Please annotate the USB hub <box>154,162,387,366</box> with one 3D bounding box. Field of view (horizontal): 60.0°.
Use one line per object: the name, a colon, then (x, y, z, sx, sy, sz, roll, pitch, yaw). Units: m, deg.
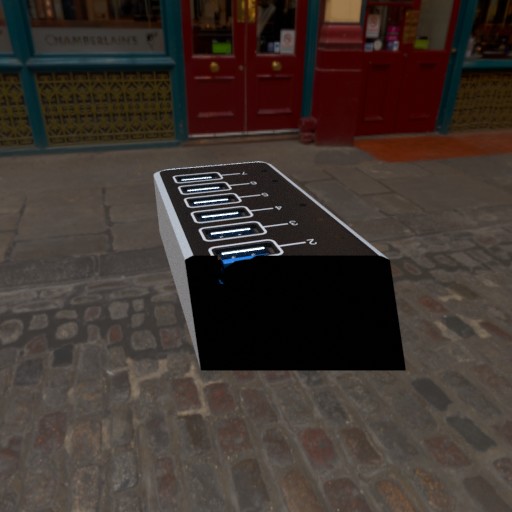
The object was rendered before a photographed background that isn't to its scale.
USB hub: (0.000, 0.000, 0.125, 0.044, 0.023, 0.110, -8, 29, -16)
